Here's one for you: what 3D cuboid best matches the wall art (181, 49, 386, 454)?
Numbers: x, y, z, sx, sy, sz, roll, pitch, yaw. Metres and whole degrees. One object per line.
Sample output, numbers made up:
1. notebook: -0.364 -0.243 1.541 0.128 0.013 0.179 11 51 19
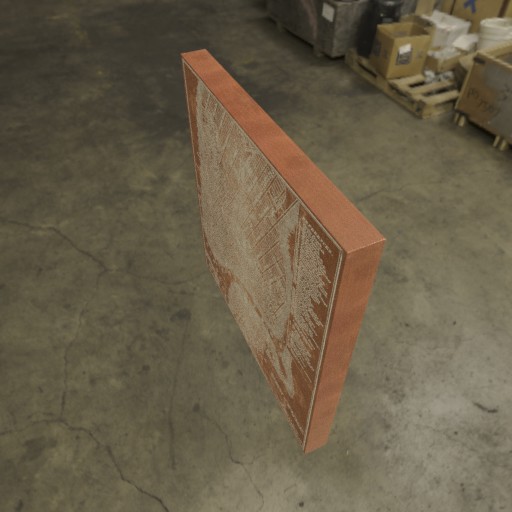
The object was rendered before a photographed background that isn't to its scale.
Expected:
1. wall art: 0.000 0.000 0.605 0.035 0.403 0.403 -18 49 -17
